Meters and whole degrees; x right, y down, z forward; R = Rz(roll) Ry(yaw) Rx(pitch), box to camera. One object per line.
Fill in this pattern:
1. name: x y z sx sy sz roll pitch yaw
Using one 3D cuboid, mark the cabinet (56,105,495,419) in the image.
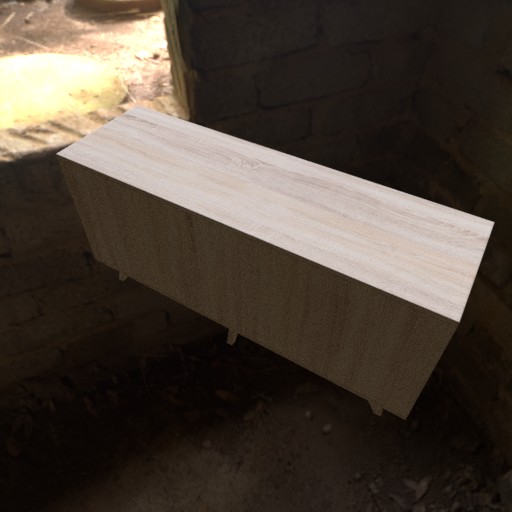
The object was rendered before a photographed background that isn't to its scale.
1. cabinet: 0.000 0.000 1.979 1.650 0.780 0.500 24 50 21
